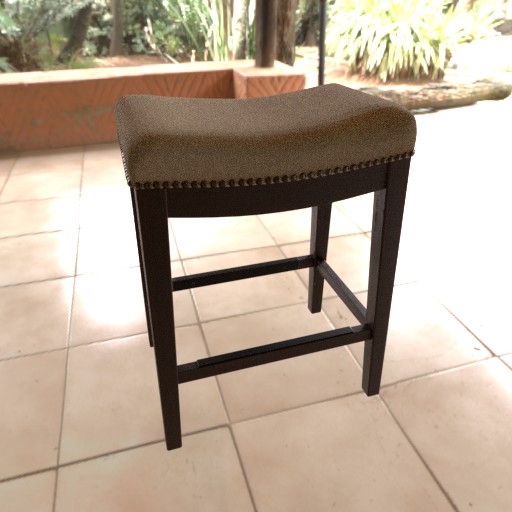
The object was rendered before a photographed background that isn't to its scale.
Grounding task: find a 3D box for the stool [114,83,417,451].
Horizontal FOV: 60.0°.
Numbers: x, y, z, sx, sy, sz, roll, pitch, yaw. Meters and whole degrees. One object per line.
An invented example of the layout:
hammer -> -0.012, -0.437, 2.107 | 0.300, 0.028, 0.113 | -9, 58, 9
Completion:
stool -> 0.000, 0.000, 0.978 | 0.509, 0.669, 0.363 | -9, 32, -15
